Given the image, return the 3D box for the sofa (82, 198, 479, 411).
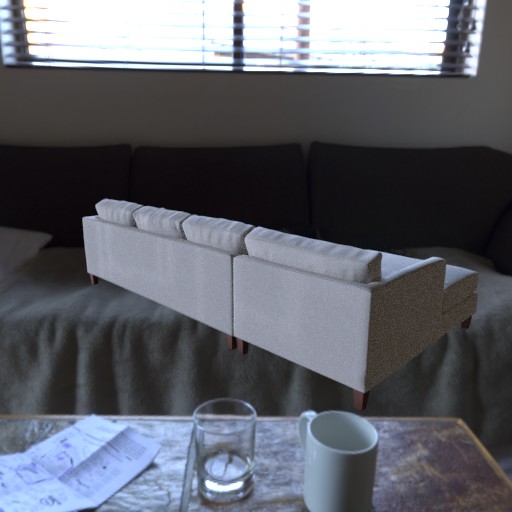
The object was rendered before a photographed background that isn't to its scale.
[{"bbox_3d":[0.000,0.000,3.857,3.186,0.861,1.625,14,20,43],"label":"sofa"}]
